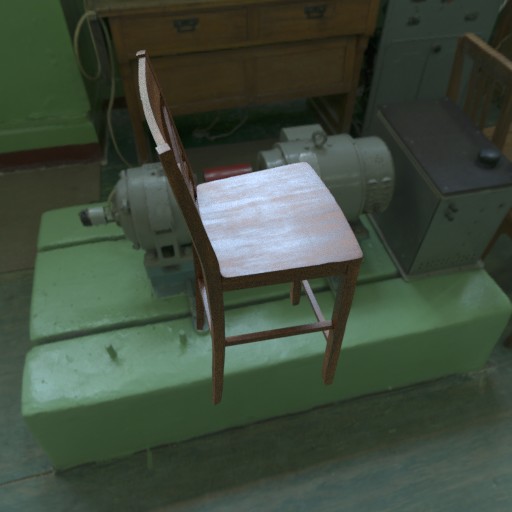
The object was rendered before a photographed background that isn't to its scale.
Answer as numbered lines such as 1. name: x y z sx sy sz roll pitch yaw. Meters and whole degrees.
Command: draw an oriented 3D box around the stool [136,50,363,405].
1. stool: 0.000 0.000 1.345 0.487 1.105 0.433 -11 48 -10
